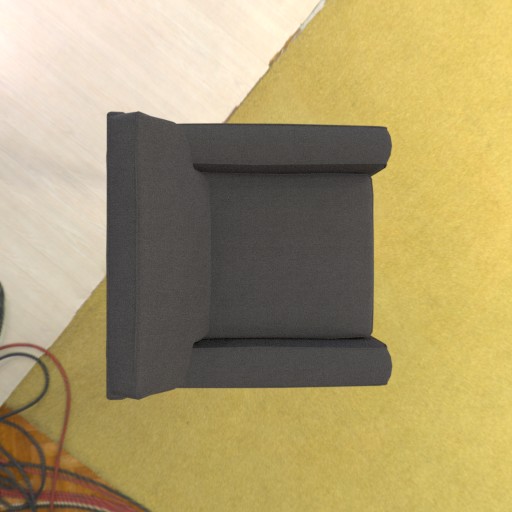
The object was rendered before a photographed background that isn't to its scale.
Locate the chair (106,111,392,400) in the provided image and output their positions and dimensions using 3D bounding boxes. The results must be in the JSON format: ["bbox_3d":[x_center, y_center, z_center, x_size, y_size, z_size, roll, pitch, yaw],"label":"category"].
[{"bbox_3d":[0.000,0.000,1.809,1.043,0.913,0.997,0,90,-2],"label":"chair"}]
